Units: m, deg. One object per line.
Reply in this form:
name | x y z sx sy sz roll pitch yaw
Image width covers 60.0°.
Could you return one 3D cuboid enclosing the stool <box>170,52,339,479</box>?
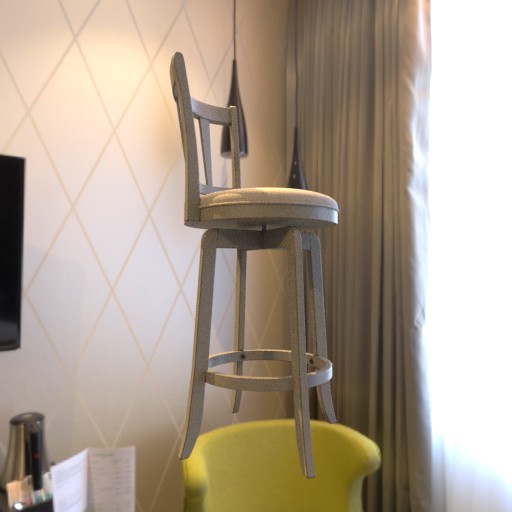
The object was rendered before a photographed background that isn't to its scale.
stool | 0.000 0.000 1.283 0.475 1.042 0.436 0 -1 18
